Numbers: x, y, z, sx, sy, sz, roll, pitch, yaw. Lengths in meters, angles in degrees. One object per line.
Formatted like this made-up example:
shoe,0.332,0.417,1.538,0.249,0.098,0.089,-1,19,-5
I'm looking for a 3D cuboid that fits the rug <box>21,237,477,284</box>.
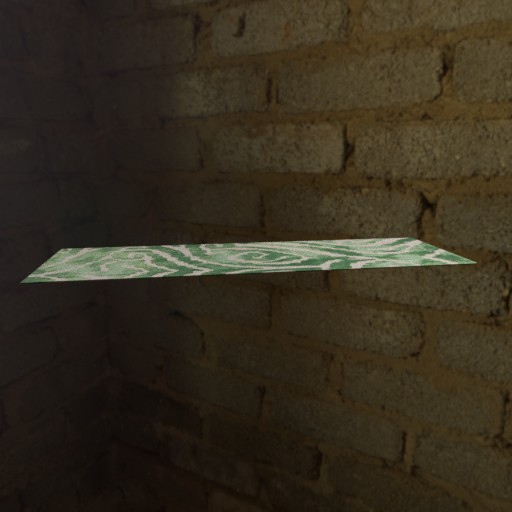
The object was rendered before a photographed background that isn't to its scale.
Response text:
rug,0.000,0.000,2.703,2.438,0.006,0.761,-2,14,-9
